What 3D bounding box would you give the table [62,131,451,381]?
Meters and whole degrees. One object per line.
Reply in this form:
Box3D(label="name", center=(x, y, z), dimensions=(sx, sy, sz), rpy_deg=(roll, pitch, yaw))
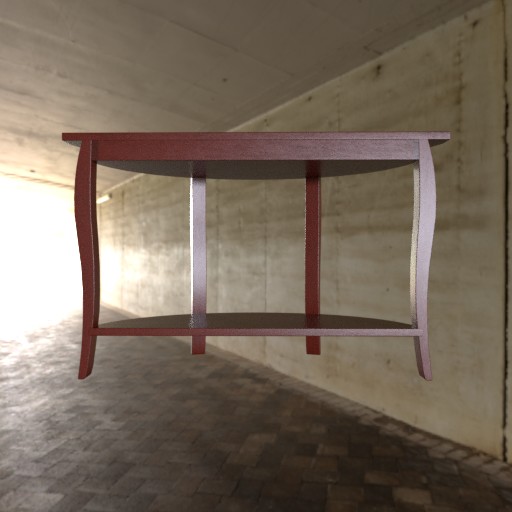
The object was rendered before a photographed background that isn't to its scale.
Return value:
Box3D(label="table", center=(0.000, 0.000, 1.593), dimensions=(1.219, 0.779, 0.405), rpy_deg=(0, 0, 1))
